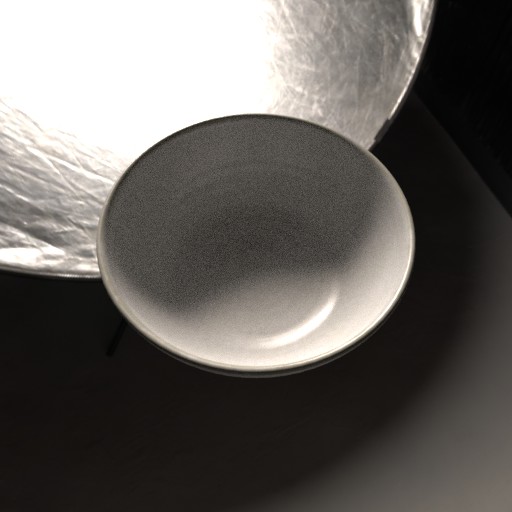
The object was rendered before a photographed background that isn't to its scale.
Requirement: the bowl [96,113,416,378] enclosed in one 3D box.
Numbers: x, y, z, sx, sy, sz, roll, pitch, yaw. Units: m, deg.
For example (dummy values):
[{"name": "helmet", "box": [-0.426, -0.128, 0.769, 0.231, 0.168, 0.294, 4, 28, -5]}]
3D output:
[{"name": "bowl", "box": [0.000, 0.000, 0.427, 0.268, 0.121, 0.268, 0, 58, 0]}]
